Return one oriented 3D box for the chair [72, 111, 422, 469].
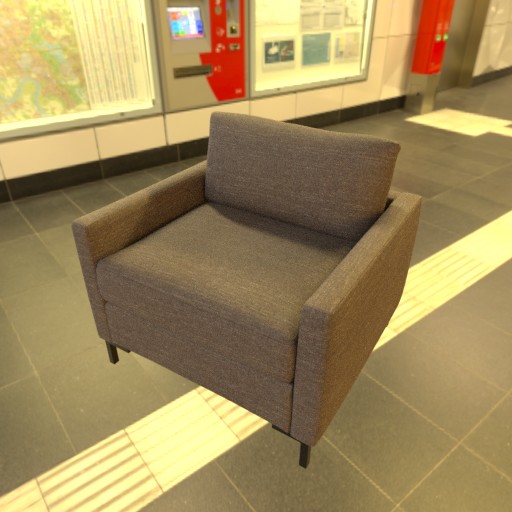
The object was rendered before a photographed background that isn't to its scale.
[{"bbox_3d":[0.000,0.000,1.603,0.940,0.841,0.845,18,35,27],"label":"chair"}]
